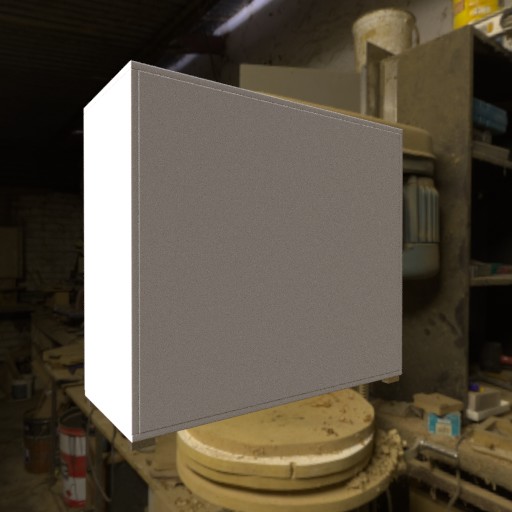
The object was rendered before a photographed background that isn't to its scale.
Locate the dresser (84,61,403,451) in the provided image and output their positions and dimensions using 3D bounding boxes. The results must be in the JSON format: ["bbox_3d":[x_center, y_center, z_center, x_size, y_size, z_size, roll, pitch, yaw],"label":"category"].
[{"bbox_3d":[0.000,0.000,1.631,1.100,1.000,0.460,0,1,-35],"label":"dresser"}]
